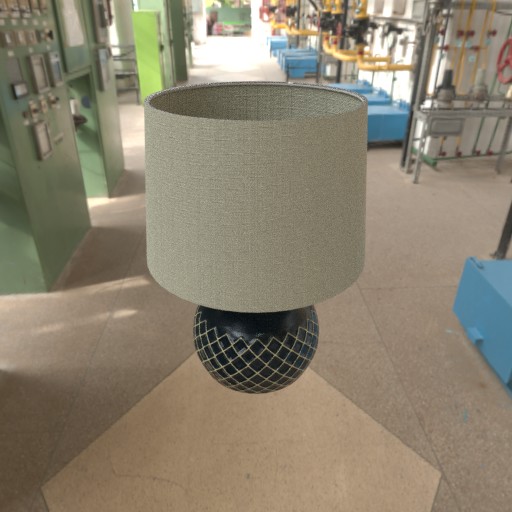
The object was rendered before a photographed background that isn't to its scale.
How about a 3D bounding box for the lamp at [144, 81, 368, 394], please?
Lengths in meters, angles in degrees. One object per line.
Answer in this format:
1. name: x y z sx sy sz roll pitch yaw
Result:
1. lamp: 0.000 0.000 0.788 0.376 0.540 0.376 0 29 0
